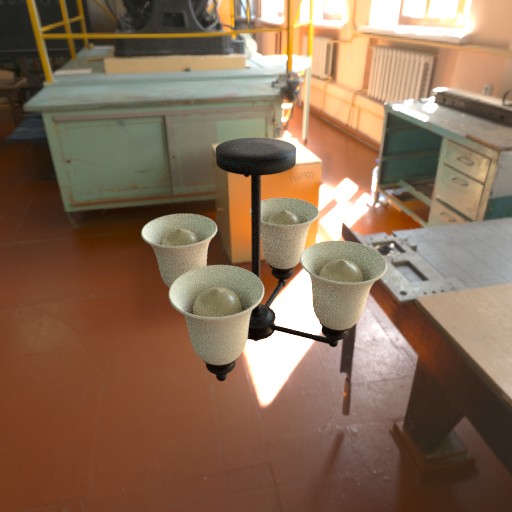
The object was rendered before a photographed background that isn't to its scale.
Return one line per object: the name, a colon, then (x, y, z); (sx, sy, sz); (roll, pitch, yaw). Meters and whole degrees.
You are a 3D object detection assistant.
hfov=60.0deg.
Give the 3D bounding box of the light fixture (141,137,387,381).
light fixture: (0.000, 0.000, 1.882); (1.069, 0.925, 1.069); (11, 32, 19)
